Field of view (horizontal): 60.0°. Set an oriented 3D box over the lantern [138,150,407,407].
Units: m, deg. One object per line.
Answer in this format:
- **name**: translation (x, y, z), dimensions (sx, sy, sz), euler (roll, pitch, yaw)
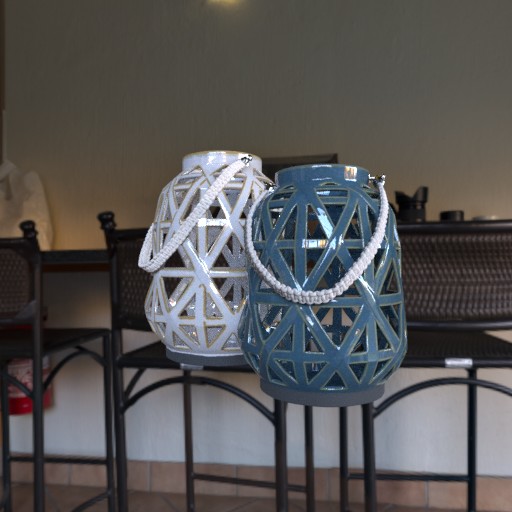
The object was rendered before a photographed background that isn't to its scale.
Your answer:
- **lantern**: translation (0.000, 0.000, 0.612), dimensions (0.245, 0.307, 0.439), euler (0, -1, -35)
